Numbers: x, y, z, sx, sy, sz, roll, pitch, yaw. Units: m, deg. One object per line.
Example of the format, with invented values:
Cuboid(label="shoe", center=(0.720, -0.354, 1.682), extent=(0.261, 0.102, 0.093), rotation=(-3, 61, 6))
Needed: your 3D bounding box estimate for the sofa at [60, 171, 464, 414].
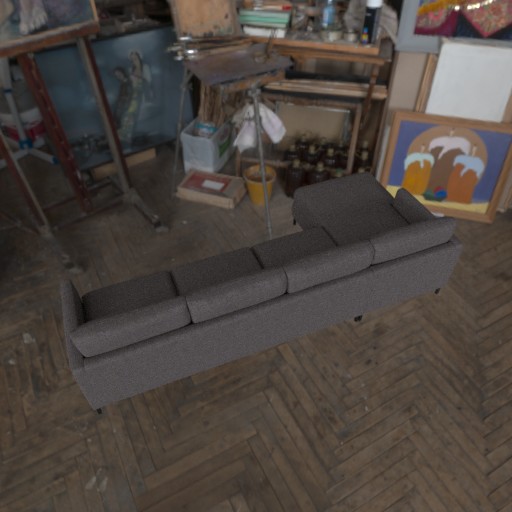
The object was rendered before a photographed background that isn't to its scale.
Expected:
Cuboid(label="sofa", center=(0.000, 0.000, 3.299), extent=(2.731, 0.754, 1.258), rotation=(-16, 48, -15))
